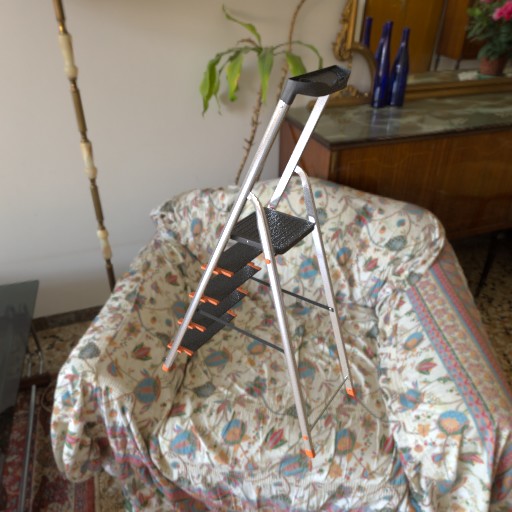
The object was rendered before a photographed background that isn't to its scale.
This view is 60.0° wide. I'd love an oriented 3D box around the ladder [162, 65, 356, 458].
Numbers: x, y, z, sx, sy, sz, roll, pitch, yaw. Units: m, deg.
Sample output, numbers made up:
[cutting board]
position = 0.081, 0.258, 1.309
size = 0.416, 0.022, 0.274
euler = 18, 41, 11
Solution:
[ladder]
position = 0.000, 0.000, 2.054
size = 0.995, 1.646, 0.480
euler = 20, 37, 29
